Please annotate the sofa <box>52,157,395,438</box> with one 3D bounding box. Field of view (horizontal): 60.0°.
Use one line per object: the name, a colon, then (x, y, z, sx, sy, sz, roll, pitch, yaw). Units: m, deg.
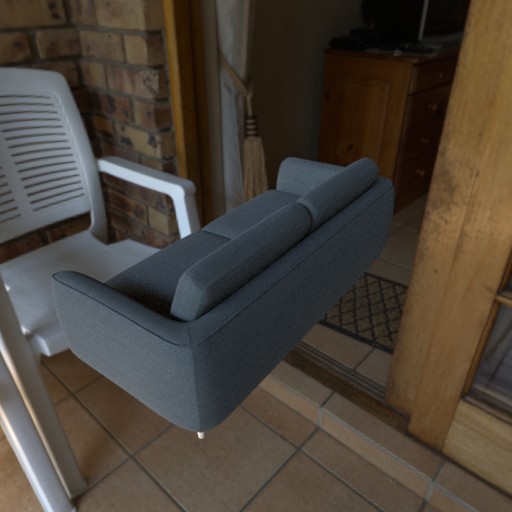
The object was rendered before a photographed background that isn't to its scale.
sofa: (0.000, 0.000, 2.505, 0.920, 0.850, 2.000, 21, 37, 30)
